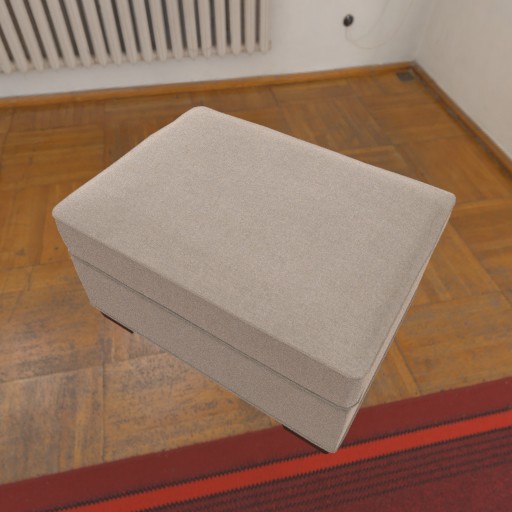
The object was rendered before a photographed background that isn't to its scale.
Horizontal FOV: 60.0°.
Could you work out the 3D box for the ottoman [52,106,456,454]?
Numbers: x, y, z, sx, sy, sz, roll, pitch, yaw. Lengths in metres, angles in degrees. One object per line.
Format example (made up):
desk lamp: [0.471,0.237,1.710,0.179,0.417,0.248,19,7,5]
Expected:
ottoman: [0.000,0.000,1.254,0.846,0.503,0.617,25,53,21]
